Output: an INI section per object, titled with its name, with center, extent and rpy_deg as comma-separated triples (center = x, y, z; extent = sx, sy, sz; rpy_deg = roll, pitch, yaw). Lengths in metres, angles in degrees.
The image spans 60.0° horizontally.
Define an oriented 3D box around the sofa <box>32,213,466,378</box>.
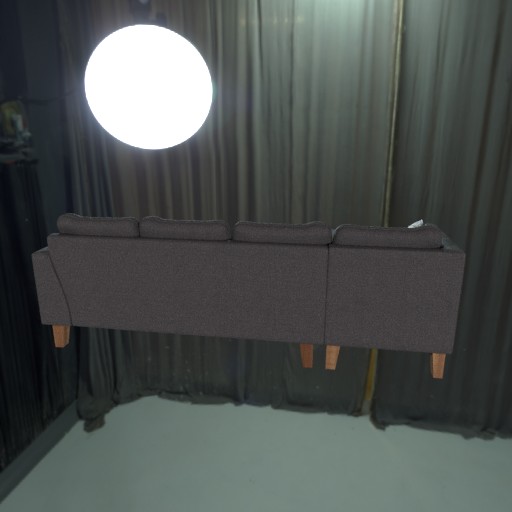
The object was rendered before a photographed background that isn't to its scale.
[sofa]
center = 0.000, 0.000, 3.600
extent = 2.679, 0.932, 1.829
rpy_deg = 3, 17, 9
